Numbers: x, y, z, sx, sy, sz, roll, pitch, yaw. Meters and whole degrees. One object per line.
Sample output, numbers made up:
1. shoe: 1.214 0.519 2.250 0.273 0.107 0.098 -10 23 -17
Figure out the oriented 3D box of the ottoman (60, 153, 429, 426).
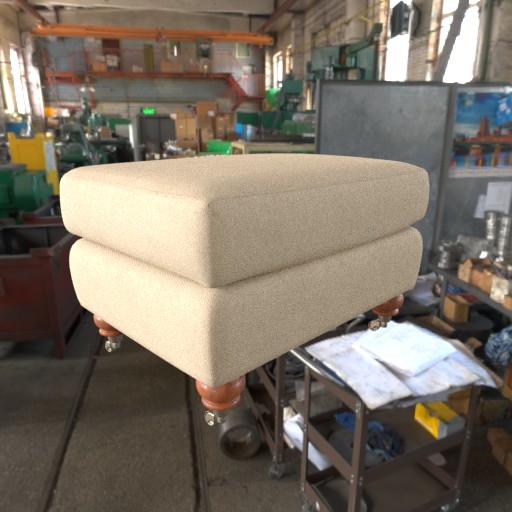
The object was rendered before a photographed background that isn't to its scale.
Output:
1. ottoman: 0.000 0.000 1.140 0.773 0.504 0.569 -15 22 -42
